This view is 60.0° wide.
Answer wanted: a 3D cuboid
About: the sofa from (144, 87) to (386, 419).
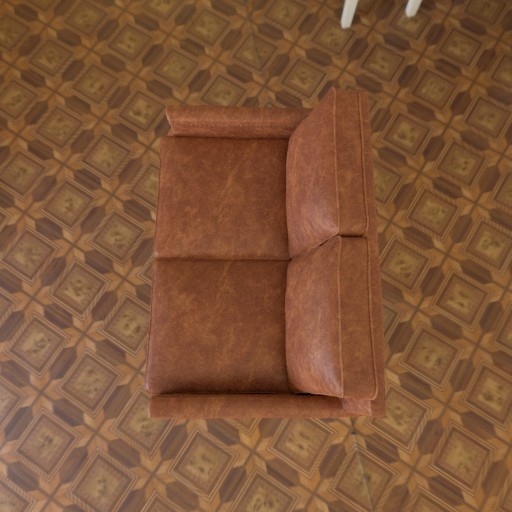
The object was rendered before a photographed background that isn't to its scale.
[{"bbox_3d":[0.000,0.000,2.298,1.084,1.003,1.597,1,76,0],"label":"sofa"}]
